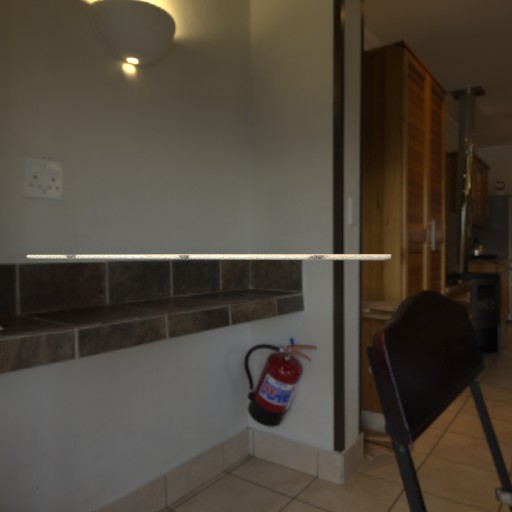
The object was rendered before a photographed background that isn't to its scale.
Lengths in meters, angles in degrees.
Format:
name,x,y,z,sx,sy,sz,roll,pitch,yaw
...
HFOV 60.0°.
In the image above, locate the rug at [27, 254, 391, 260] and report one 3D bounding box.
name,x,y,z,sx,sy,sz,roll,pitch,yaw
rug,0.000,0.000,4.114,2.399,0.026,3.000,0,0,17
